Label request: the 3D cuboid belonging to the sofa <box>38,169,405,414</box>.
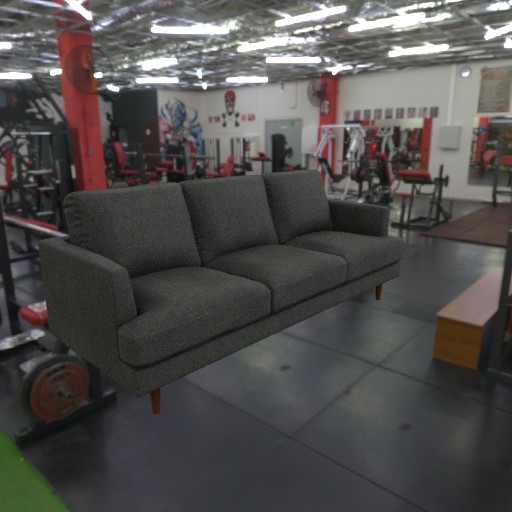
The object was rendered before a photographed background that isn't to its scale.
[{"bbox_3d":[0.000,0.000,2.732,0.903,0.930,2.246,14,21,42],"label":"sofa"}]
